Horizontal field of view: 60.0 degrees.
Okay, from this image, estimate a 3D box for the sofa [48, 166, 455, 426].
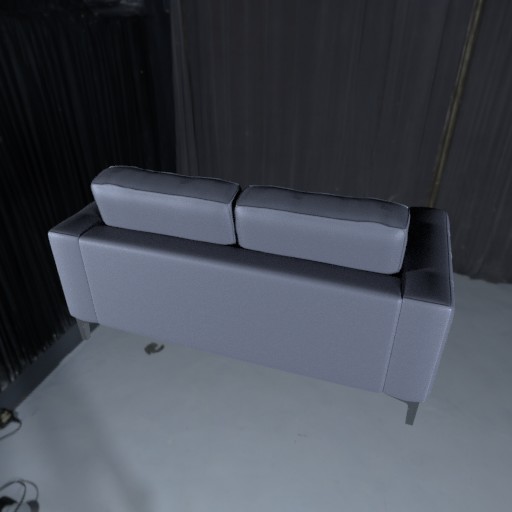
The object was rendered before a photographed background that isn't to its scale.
[{"bbox_3d":[0.000,0.000,2.153,1.726,0.893,0.833,10,33,16],"label":"sofa"}]
